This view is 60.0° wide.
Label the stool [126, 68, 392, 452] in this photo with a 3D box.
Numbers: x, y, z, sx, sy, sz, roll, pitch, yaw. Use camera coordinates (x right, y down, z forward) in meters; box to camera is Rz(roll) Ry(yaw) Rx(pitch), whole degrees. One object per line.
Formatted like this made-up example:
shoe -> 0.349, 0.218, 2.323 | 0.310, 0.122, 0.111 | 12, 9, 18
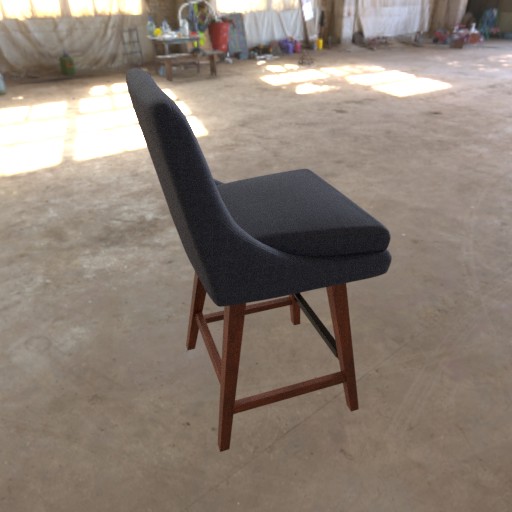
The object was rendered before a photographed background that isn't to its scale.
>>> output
stool -> 0.000, 0.000, 1.165 | 0.524, 0.895, 0.467 | -10, 32, -17
